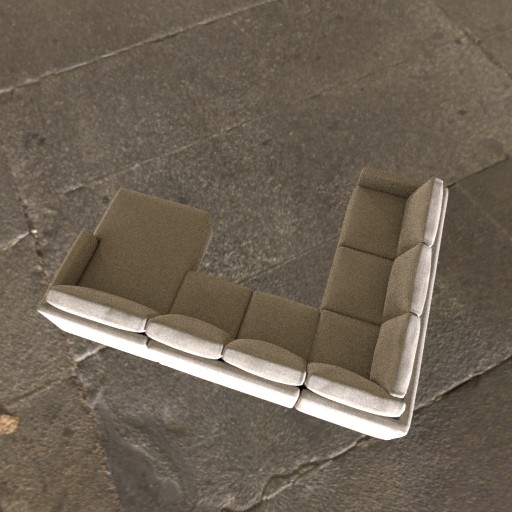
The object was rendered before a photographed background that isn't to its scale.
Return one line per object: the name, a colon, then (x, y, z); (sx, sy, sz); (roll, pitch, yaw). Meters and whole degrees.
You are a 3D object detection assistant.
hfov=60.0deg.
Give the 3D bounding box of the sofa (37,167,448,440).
sofa: (0.000, 0.000, 4.580); (3.460, 0.959, 2.593); (16, 65, 8)
